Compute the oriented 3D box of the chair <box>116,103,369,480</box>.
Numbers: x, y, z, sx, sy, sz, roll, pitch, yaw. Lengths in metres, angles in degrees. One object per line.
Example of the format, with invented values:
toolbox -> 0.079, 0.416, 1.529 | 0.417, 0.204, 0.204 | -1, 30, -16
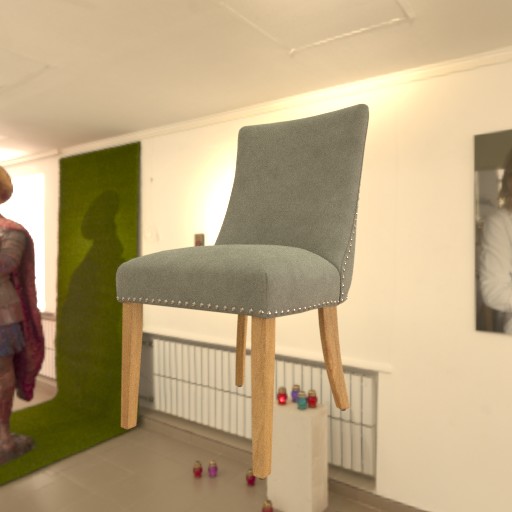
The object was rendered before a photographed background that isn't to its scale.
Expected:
chair -> 0.000, 0.000, 1.253 | 0.495, 0.902, 0.610 | 1, 2, 35
